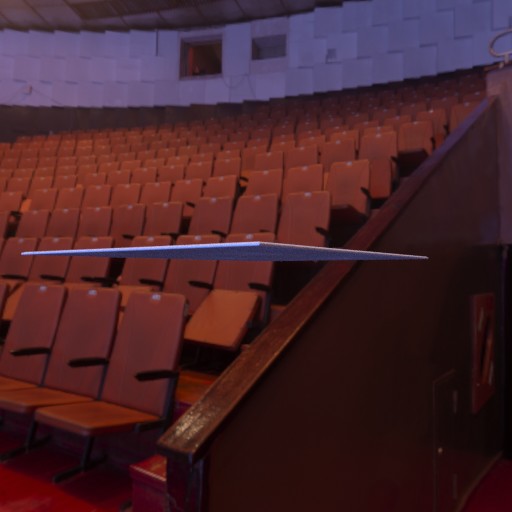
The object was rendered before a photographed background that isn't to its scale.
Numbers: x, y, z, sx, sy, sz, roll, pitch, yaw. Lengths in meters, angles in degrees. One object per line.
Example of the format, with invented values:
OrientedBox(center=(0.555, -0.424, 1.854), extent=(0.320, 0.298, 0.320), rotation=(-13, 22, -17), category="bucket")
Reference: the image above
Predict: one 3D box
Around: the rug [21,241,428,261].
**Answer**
OrientedBox(center=(0.000, 0.000, 2.861), extent=(1.589, 0.014, 2.205), rotation=(-1, -2, 35), category="rug")
